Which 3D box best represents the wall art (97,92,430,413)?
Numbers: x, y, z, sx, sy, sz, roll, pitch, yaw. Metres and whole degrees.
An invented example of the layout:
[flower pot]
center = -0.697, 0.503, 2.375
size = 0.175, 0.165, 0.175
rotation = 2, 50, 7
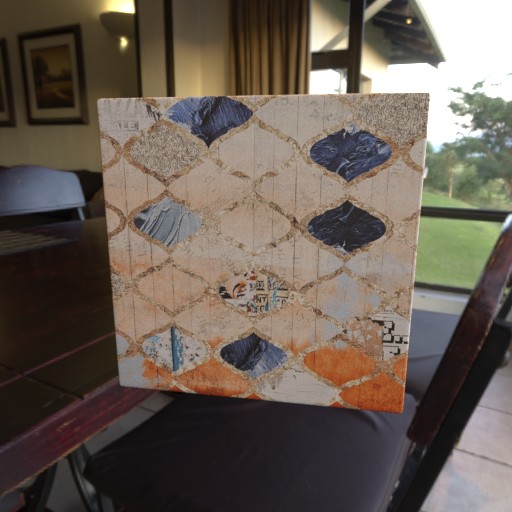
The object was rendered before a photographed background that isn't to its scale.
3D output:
[wall art]
center = 0.000, 0.000, 0.449
size = 0.303, 0.304, 0.036
rotation = 2, 14, 10
